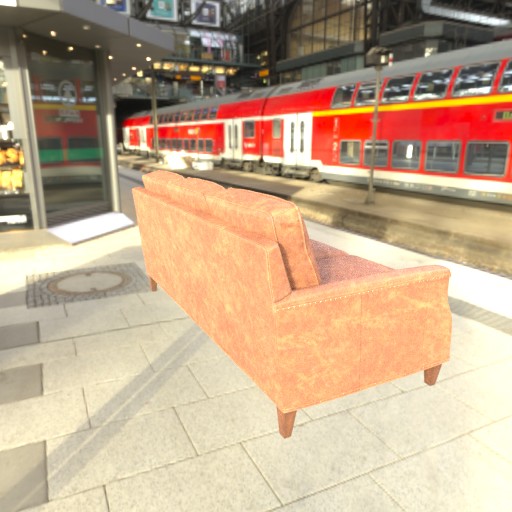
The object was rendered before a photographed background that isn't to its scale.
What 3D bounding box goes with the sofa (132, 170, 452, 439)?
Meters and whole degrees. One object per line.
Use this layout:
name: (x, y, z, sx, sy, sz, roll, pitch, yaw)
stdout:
sofa: (0.000, 0.000, 2.870, 1.084, 1.003, 2.246, -8, 17, -27)
